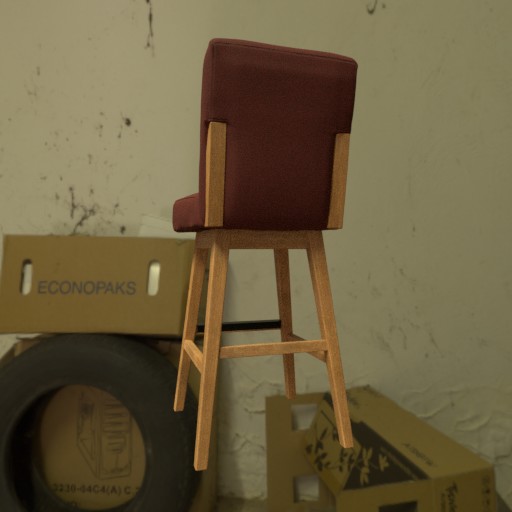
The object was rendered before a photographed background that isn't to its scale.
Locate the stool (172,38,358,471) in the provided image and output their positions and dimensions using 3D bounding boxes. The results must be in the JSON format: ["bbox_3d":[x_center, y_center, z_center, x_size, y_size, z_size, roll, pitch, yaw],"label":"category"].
[{"bbox_3d":[0.000,0.000,1.396,0.468,1.093,0.562,0,1,-17],"label":"stool"}]
